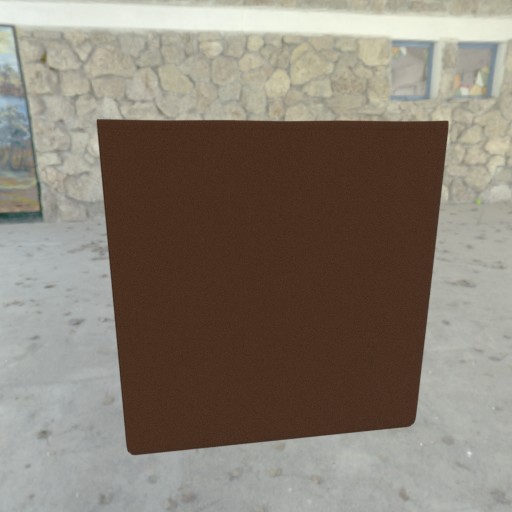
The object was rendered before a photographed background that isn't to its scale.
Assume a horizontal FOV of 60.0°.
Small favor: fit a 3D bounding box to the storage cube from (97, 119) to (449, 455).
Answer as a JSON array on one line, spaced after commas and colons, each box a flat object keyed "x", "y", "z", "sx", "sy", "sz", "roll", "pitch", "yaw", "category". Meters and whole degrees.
[{"x": 0.000, "y": 0.000, "z": 0.489, "sx": 0.270, "sy": 0.280, "sz": 0.270, "roll": -2, "pitch": 16, "yaw": -8, "category": "storage cube"}]
